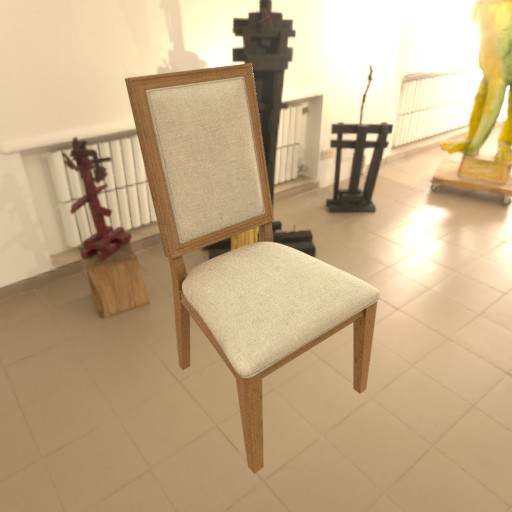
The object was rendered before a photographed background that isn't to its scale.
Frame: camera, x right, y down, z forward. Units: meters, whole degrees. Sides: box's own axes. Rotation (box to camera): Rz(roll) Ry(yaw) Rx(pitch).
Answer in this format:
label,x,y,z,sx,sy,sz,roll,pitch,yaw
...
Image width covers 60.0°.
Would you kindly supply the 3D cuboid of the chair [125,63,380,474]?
label,x,y,z,sx,sy,sz,roll,pitch,yaw
chair,0.000,0.000,1.344,0.536,0.988,0.601,-23,38,-32
